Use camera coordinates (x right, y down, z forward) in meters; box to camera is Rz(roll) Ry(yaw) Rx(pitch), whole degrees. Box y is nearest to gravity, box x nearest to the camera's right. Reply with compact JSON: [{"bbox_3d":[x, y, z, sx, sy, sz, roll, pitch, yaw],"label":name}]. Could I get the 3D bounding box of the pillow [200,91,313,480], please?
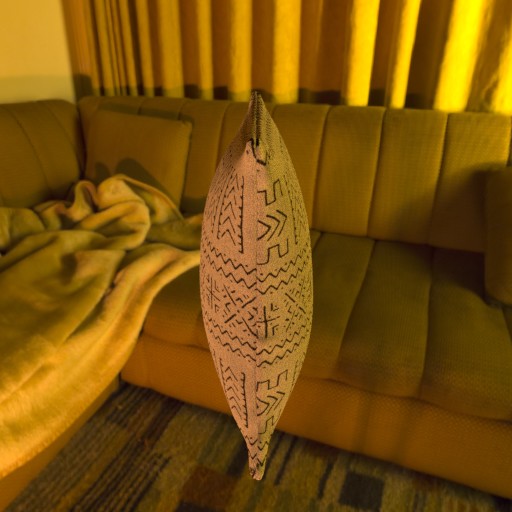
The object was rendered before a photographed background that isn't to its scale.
[{"bbox_3d":[0.000,0.000,0.662,0.164,0.430,0.438,0,25,0],"label":"pillow"}]
